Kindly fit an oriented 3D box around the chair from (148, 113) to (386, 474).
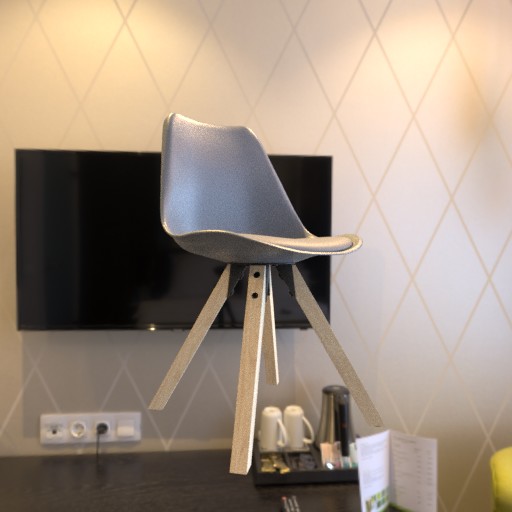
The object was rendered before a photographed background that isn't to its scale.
[{"bbox_3d":[0.000,0.000,1.188,0.485,0.850,0.550,0,0,-35],"label":"chair"}]
